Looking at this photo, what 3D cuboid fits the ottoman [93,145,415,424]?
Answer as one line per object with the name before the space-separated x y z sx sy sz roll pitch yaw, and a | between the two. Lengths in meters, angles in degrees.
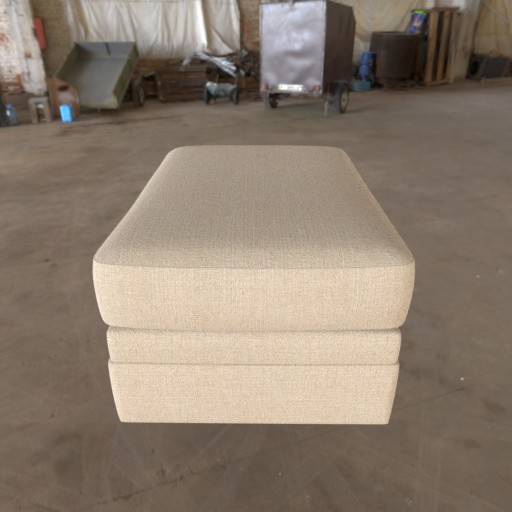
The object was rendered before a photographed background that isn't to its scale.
ottoman | 0.000 0.000 1.276 0.637 0.478 0.885 0 27 1
